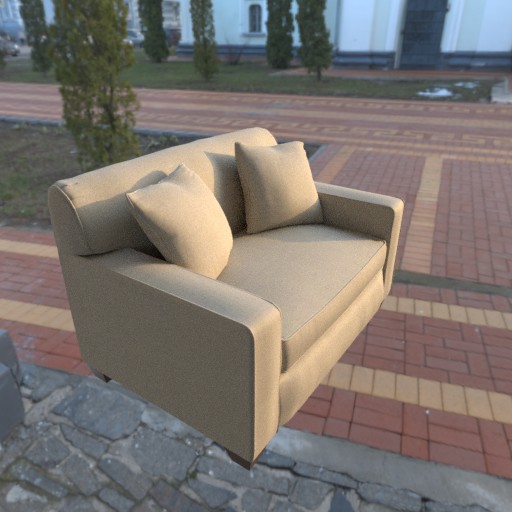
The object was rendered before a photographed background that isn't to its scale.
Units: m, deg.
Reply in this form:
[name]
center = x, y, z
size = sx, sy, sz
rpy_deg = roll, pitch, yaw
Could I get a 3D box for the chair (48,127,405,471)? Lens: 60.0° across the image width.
[chair]
center = 0.000, 0.000, 2.080
size = 1.000, 0.948, 1.383
rpy_deg = 17, 32, 31
